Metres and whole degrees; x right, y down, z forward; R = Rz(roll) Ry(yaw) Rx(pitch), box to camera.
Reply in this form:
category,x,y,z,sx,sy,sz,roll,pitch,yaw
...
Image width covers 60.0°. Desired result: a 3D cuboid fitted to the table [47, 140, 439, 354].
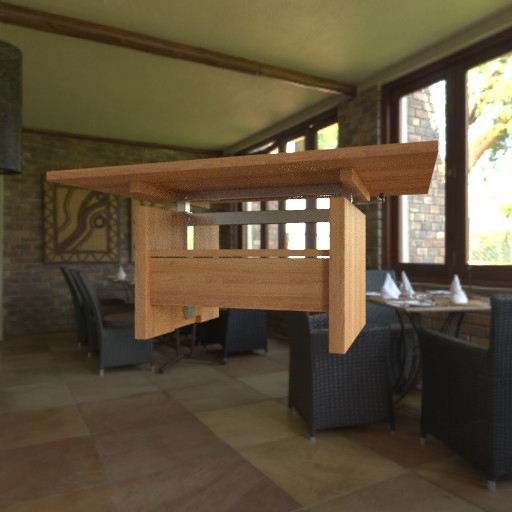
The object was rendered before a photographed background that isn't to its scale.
category,x,y,z,sx,sy,sz,roll,pitch,yaw
table,0.000,0.000,1.489,1.100,0.510,0.700,0,0,19
